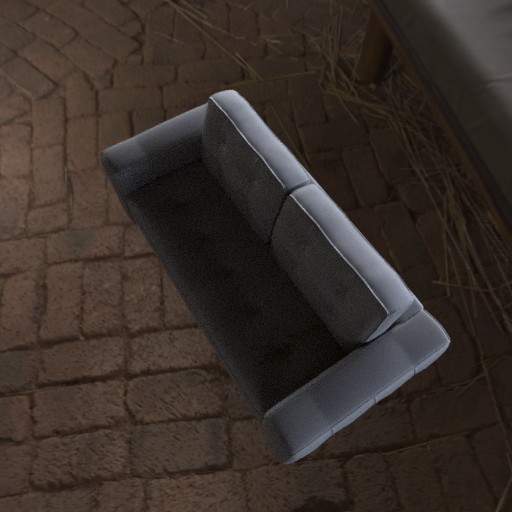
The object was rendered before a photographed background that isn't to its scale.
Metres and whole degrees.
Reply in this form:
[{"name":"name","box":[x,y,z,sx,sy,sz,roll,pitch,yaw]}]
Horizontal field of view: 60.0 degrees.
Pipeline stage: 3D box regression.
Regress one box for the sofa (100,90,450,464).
[{"name":"sofa","box":[0.000,0.000,2.185,0.833,0.892,1.726,-30,67,-14]}]
